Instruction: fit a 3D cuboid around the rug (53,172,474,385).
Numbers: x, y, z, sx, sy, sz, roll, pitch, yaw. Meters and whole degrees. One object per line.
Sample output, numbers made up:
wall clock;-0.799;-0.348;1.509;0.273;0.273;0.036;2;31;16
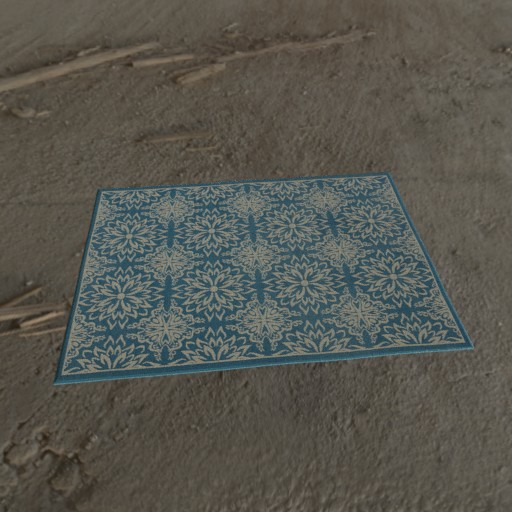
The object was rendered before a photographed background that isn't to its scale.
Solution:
rug;0.000;0.000;2.826;2.205;0.012;1.554;-4;48;-4
